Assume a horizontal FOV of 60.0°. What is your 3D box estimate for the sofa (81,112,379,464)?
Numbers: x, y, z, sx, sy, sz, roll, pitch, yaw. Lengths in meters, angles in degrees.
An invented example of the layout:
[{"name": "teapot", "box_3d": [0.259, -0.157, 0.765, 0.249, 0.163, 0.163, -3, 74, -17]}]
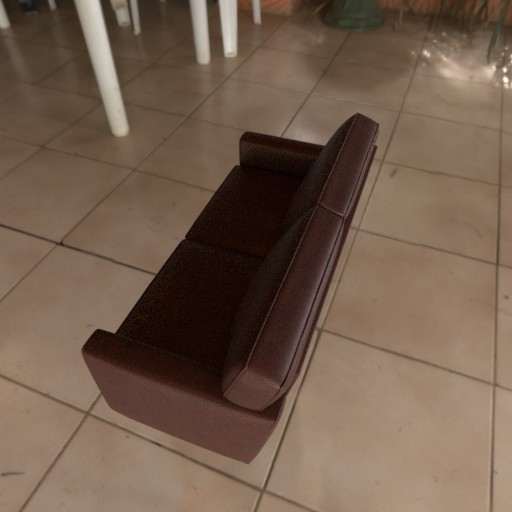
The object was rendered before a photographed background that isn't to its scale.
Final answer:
[{"name": "sofa", "box_3d": [0.000, 0.000, 2.390, 0.912, 0.928, 1.876, 15, 48, 14]}]
